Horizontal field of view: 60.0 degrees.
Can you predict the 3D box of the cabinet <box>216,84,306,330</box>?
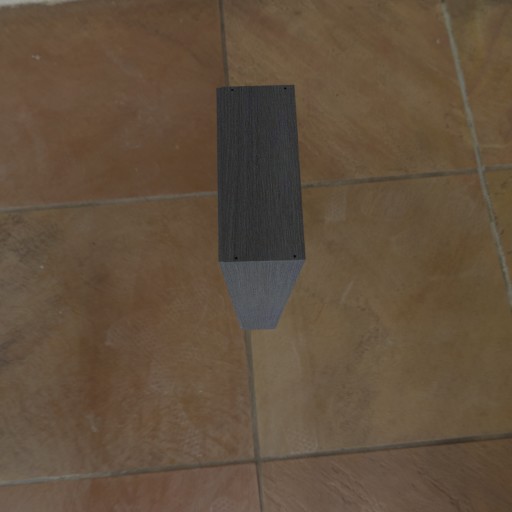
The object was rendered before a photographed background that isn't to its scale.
[{"bbox_3d":[0.000,0.000,2.027,0.230,1.790,0.500,-2,75,0],"label":"cabinet"}]
